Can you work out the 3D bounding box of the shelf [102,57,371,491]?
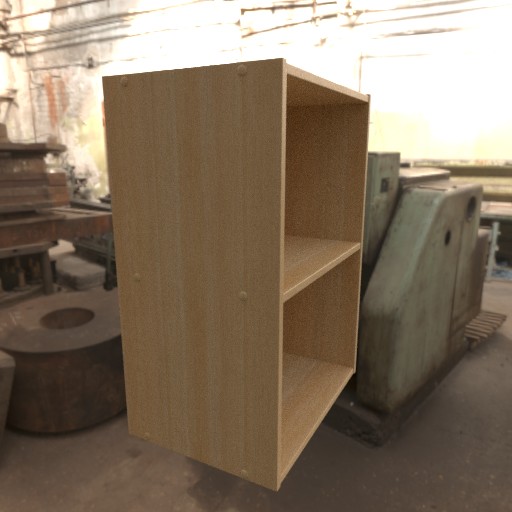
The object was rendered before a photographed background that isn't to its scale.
[{"bbox_3d":[0.000,0.000,0.823,0.290,0.592,0.414,7,15,27],"label":"shelf"}]
